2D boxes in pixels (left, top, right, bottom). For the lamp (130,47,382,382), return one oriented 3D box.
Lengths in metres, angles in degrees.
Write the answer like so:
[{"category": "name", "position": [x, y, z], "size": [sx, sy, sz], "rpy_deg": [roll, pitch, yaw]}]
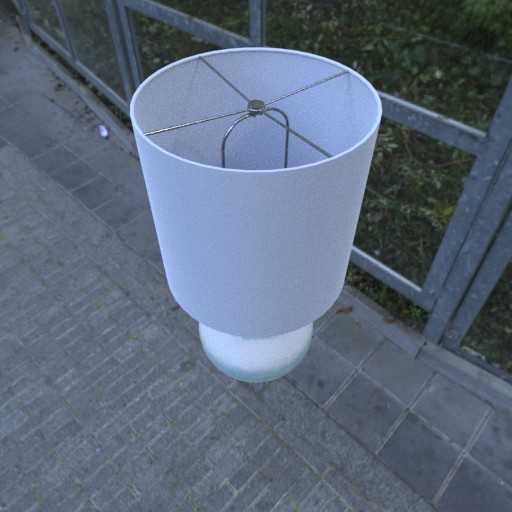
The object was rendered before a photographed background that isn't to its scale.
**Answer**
[{"category": "lamp", "position": [0.000, 0.000, 0.534], "size": [0.217, 0.404, 0.217], "rpy_deg": [-25, 52, -22]}]
